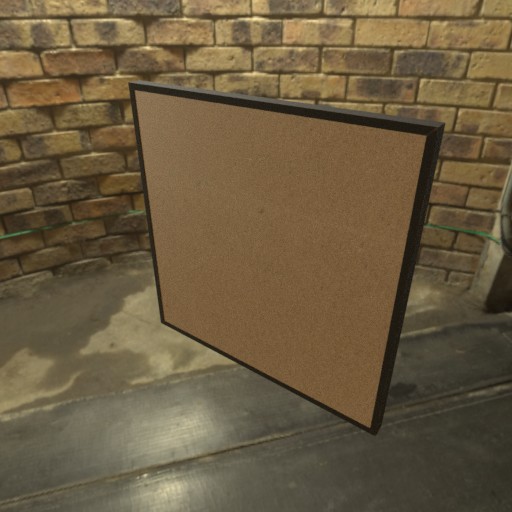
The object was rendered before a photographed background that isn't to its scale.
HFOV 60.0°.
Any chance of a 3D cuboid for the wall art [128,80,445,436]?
[{"bbox_3d":[0.000,0.000,1.119,0.762,0.762,0.038,20,36,31],"label":"wall art"}]
